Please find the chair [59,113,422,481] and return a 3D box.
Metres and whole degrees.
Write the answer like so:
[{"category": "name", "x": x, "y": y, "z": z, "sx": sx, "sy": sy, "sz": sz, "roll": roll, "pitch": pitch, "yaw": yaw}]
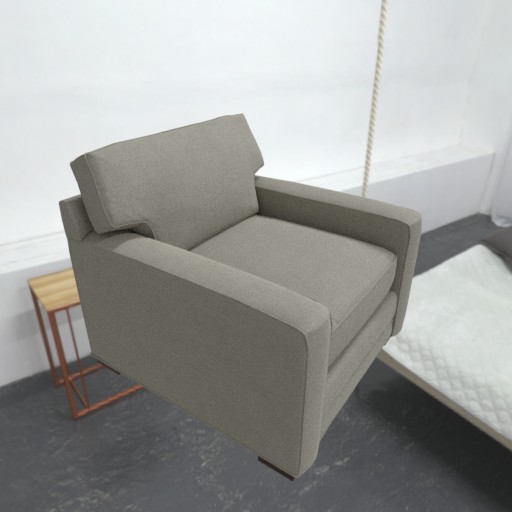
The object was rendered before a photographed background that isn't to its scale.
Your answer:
[{"category": "chair", "x": 0.000, "y": 0.000, "z": 1.797, "sx": 1.044, "sy": 0.934, "sz": 0.999, "roll": 18, "pitch": 33, "yaw": 30}]
